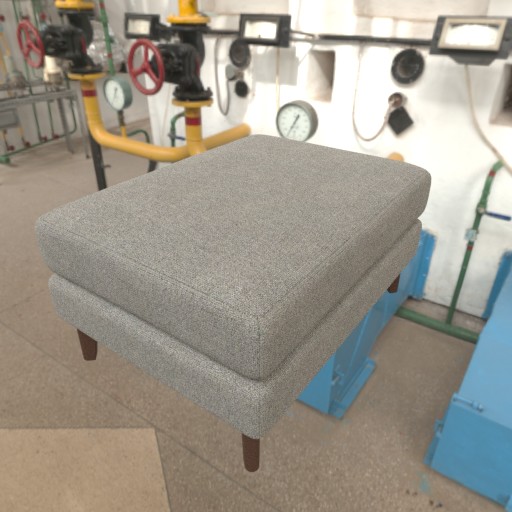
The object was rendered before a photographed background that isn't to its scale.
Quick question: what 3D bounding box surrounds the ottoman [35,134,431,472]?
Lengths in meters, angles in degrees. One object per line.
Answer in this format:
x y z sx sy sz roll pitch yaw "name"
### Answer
0.000 0.000 1.155 0.611 0.441 0.821 20 36 30 "ottoman"
